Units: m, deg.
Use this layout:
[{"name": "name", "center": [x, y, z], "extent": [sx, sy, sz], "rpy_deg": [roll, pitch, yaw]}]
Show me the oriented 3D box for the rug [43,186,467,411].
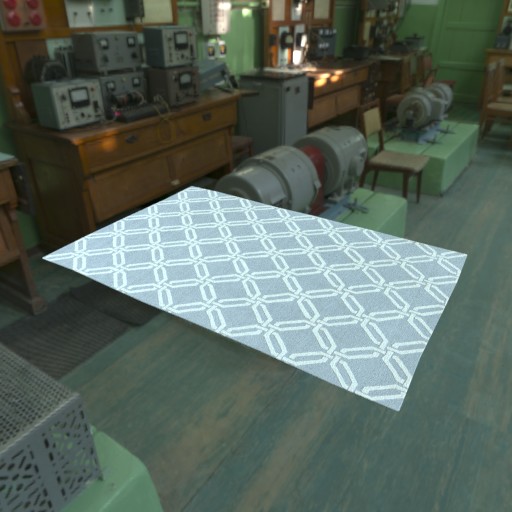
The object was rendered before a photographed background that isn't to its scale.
[{"name": "rug", "center": [0.000, 0.000, 2.167], "extent": [1.754, 0.010, 1.148], "rpy_deg": [17, 34, 28]}]
